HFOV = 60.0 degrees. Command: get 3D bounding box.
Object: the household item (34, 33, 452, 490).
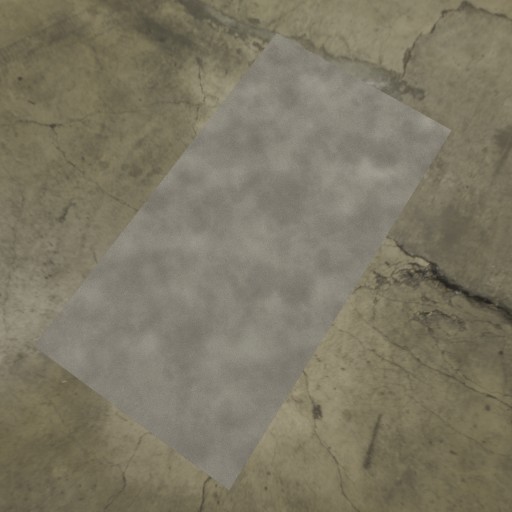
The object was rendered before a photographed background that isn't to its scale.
[{"bbox_3d":[0.000,0.000,2.062,0.850,0.755,1.600,33,78,8],"label":"household item"}]
